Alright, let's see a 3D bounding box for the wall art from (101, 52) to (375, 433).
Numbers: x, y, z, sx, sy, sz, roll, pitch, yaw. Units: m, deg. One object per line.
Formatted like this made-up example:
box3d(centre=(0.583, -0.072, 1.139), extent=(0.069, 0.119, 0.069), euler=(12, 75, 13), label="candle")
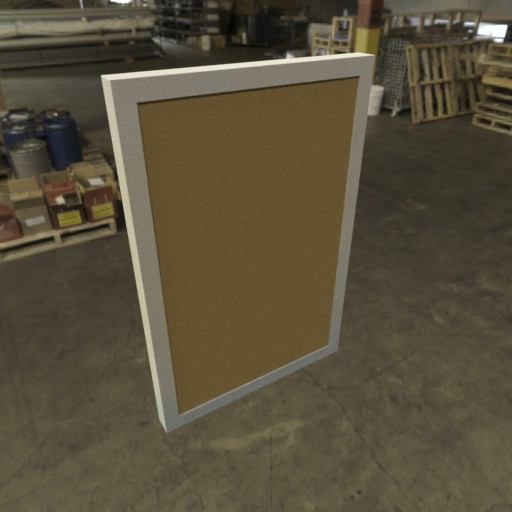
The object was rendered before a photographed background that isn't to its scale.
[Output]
box3d(centre=(0.000, 0.000, 0.760), extent=(0.408, 0.611, 0.038), euler=(-18, 35, -27), label="wall art")
